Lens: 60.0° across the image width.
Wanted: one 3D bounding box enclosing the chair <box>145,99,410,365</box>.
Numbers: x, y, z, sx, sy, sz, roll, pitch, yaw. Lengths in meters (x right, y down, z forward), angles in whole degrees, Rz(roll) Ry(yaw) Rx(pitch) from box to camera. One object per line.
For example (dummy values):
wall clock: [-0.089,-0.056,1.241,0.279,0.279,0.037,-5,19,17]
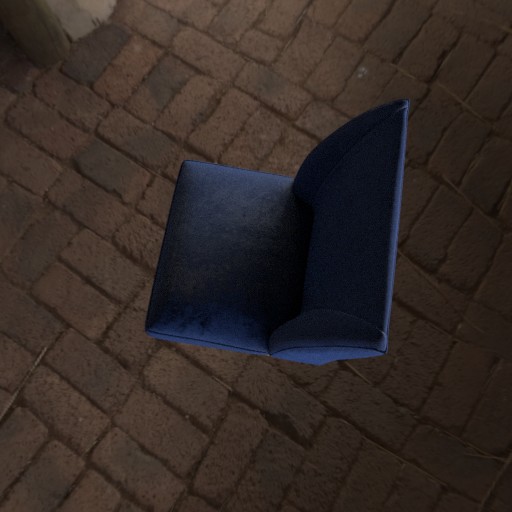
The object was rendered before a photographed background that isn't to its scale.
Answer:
chair: [0.000,0.000,1.182,0.522,0.863,0.508,9,76,2]
